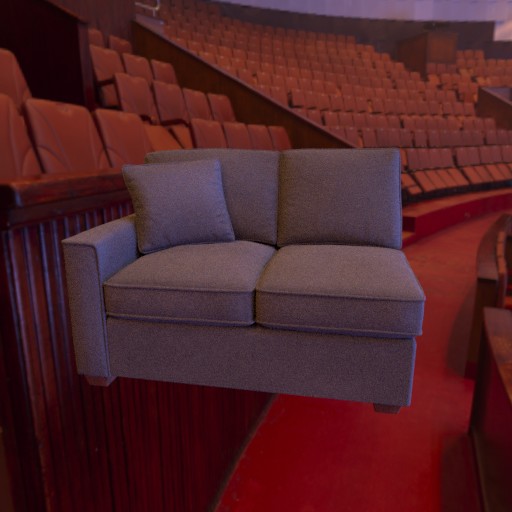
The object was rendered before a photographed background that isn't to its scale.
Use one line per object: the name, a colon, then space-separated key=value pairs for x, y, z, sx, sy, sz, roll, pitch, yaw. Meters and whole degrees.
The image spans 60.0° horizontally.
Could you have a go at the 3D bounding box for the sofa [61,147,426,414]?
sofa: x=0.000 y=0.000 z=2.092 sx=1.388 sy=0.989 sz=0.991 roll=2 pitch=15 yaw=10
